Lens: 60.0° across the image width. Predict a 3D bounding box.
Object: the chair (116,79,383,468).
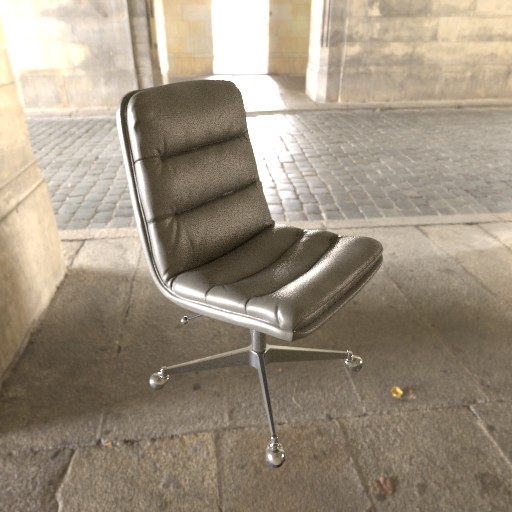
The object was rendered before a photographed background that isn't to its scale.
[{"bbox_3d":[0.000,0.000,1.035,0.485,0.738,0.422,19,33,32],"label":"chair"}]
